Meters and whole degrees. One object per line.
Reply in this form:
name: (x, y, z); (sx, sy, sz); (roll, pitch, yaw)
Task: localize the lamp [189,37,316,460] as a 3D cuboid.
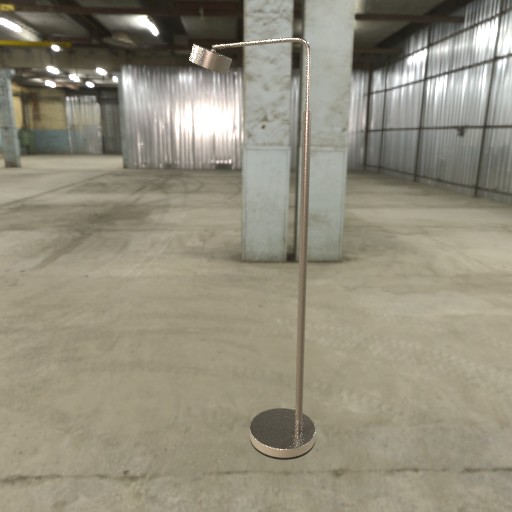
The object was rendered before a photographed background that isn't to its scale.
lamp: (0.000, 0.000, 1.391); (0.421, 1.250, 0.222); (7, 16, 25)
